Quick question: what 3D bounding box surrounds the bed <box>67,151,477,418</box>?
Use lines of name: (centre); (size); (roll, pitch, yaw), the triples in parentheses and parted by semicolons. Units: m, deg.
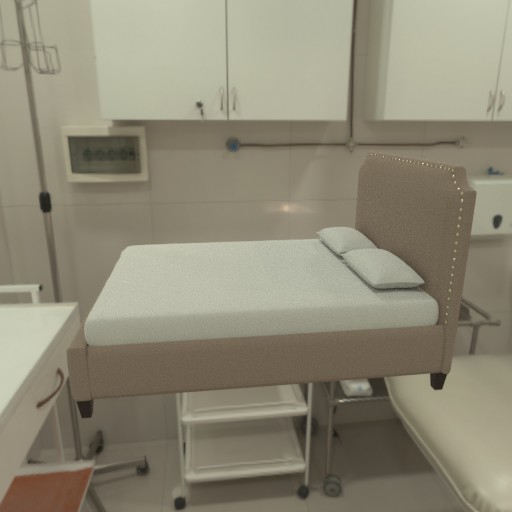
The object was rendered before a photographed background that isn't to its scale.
bed: (0.000, 0.000, 3.340); (2.372, 1.443, 1.713); (-2, 17, -7)
